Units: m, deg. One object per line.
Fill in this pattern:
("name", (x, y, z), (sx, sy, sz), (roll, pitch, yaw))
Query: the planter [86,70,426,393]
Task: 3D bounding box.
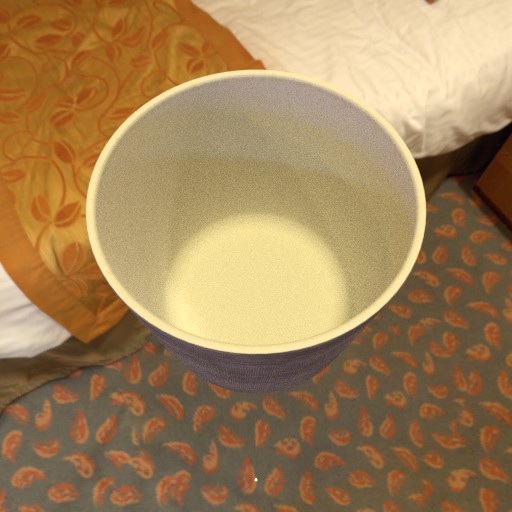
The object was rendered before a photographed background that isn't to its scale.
("planter", (0.000, 0.000, 0.756), (0.440, 0.398, 0.440), (0, 63, 0))
